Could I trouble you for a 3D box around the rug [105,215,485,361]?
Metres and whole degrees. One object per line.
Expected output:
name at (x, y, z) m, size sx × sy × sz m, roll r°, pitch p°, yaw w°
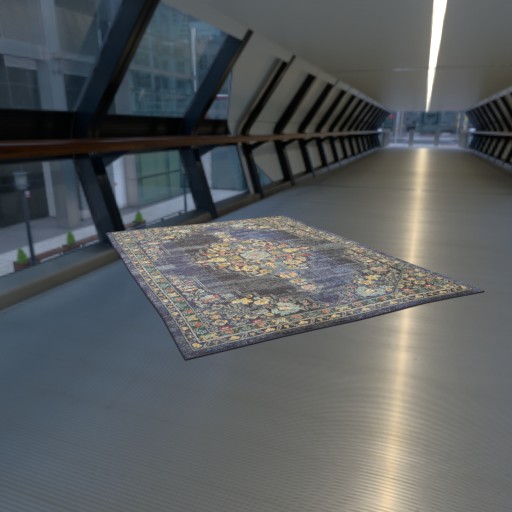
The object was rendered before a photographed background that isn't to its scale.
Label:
rug at (0.000, 0.000, 4.870) m, size 2.716 × 0.035 × 3.612 m, roll -8°, pitch 19°, yaw -24°
